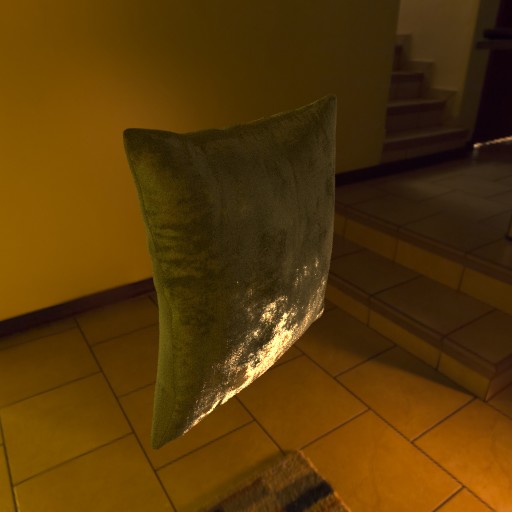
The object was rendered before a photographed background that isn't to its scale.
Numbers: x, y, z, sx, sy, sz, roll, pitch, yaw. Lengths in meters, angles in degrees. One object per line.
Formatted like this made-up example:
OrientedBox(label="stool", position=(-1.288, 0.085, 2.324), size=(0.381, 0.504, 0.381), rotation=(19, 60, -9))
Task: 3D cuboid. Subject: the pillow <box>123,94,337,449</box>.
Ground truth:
OrientedBox(label="pillow", position=(0.000, 0.000, 0.711), size=(0.175, 0.464, 0.470), rotation=(18, 31, 32))
